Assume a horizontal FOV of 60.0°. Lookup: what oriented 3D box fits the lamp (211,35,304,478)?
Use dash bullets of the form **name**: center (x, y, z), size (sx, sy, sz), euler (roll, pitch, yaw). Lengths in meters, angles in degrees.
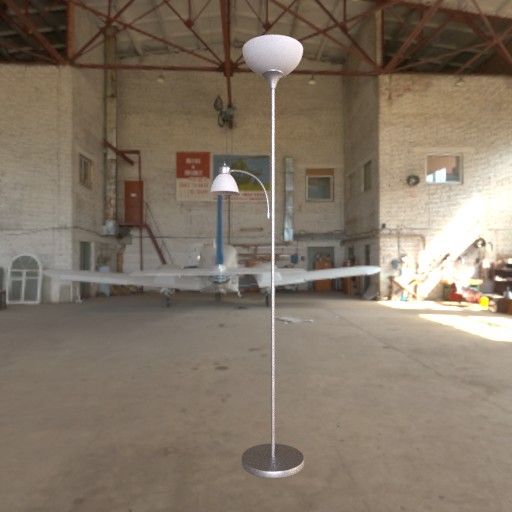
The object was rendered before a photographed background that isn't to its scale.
- **lamp**: center (0.000, 0.000, 1.960), size (0.425, 1.804, 0.279), euler (0, -1, 17)
